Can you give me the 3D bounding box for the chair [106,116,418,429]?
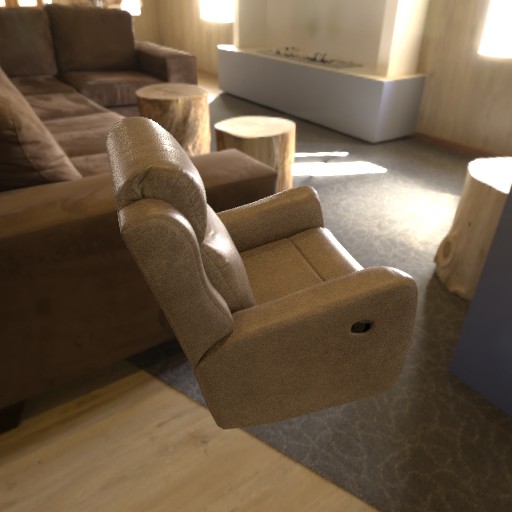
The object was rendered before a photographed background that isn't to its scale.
[{"bbox_3d":[0.000,0.000,1.910,1.068,1.116,0.965,-10,33,-16],"label":"chair"}]
